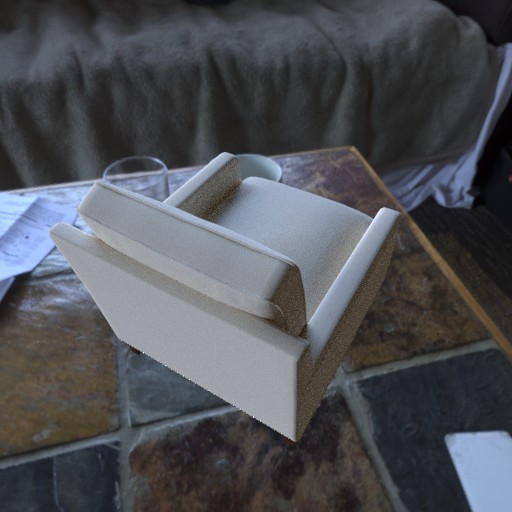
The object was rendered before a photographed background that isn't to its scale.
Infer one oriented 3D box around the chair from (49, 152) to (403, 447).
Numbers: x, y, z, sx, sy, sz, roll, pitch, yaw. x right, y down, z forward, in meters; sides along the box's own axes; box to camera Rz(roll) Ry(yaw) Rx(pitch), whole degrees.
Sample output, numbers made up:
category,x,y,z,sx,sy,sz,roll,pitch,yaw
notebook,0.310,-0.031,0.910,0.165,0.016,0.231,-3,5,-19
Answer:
category,x,y,z,sx,sy,sz,roll,pitch,yaw
chair,0.000,0.000,1.696,0.853,0.943,1.014,23,50,21
